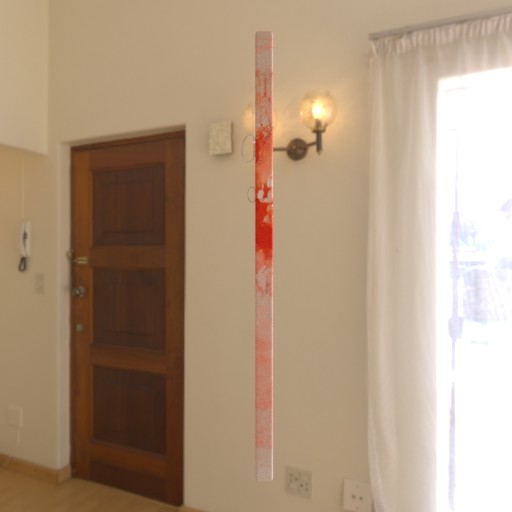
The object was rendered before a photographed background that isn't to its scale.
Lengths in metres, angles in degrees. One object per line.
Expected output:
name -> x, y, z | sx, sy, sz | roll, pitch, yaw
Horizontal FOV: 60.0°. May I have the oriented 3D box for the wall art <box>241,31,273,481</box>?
wall art -> 0.000, 0.000, 1.300 | 0.066, 0.878, 0.878 | 0, 0, 0
